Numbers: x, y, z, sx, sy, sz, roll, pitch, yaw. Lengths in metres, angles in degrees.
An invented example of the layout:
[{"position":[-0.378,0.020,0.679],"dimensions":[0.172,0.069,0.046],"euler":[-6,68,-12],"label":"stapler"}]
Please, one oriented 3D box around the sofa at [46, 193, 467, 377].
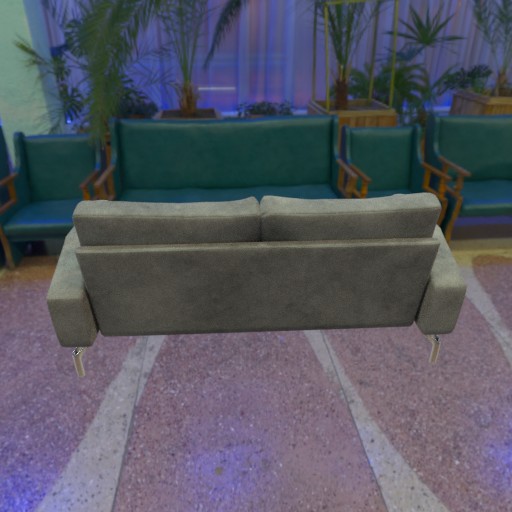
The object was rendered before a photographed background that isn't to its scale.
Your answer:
[{"position":[0.000,0.000,2.303],"dimensions":[1.837,0.859,0.849],"euler":[-2,29,-3],"label":"sofa"}]
